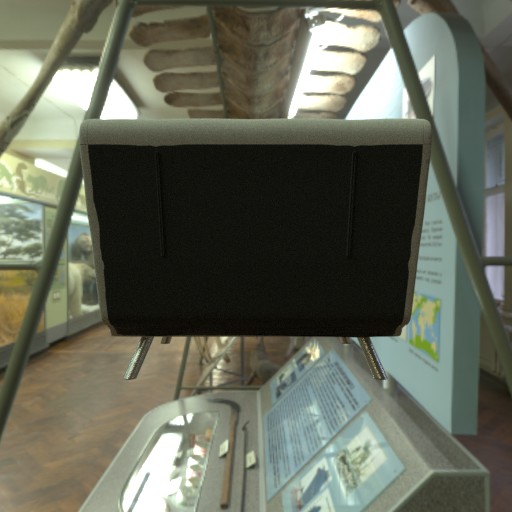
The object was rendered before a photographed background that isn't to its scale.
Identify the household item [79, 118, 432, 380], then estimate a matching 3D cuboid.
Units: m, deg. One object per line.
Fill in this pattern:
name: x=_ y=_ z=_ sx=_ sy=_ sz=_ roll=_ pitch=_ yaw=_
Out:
household item: x=0.000 y=0.000 z=1.648 sx=1.000 sy=0.800 sz=0.874 roll=0 pitch=0 yaw=0
